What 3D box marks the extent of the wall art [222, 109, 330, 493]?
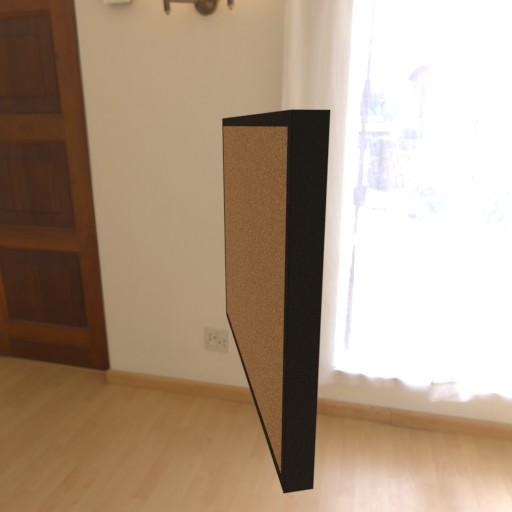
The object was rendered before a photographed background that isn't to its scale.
[{"bbox_3d":[0.000,0.000,0.538,0.028,0.325,0.397,-3,17,-11],"label":"wall art"}]
